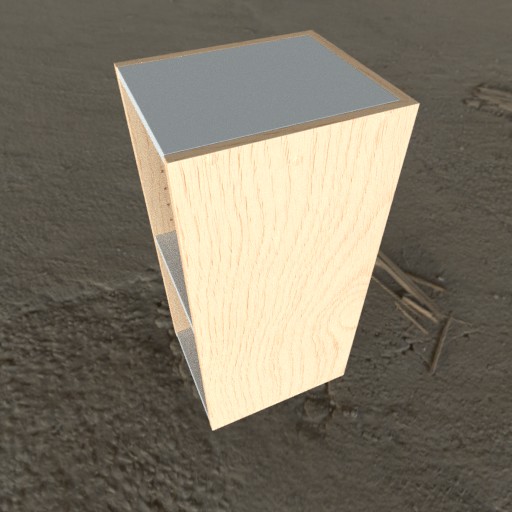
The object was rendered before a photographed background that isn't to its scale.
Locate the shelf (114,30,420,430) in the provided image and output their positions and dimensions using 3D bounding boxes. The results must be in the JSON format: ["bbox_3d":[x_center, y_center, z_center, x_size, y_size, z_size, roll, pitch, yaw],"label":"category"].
[{"bbox_3d":[0.000,0.000,0.747,0.290,0.600,0.250,-18,48,-16],"label":"shelf"}]
